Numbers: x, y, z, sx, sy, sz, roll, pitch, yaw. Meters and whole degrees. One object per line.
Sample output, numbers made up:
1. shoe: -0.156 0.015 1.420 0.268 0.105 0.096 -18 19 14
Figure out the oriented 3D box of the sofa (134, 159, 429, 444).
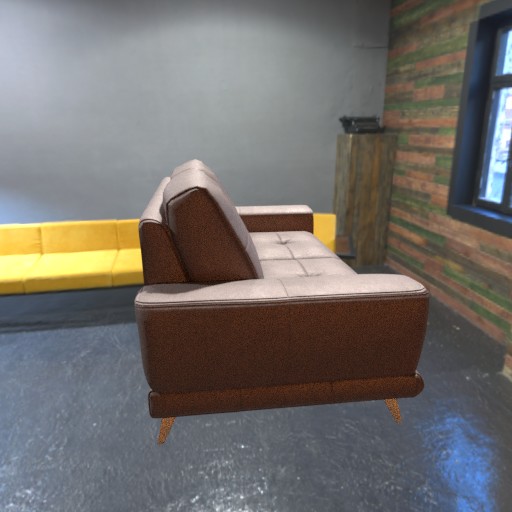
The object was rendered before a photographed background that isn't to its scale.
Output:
1. sofa: 0.000 0.000 2.305 1.018 0.907 1.806 -2 16 -7
